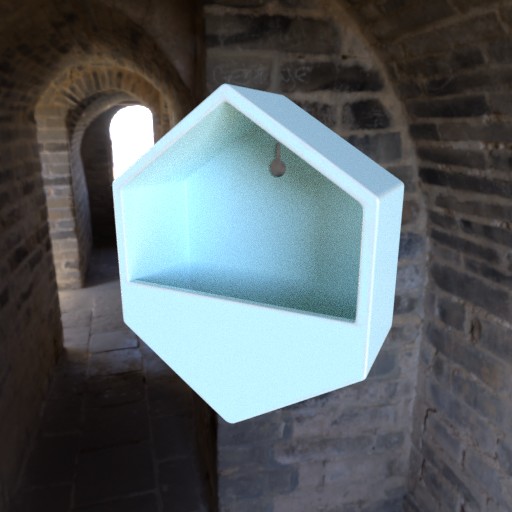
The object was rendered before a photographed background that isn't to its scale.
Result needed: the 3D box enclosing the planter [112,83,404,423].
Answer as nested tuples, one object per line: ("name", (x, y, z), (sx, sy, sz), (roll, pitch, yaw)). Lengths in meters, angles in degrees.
("planter", (0.000, 0.000, 0.293), (0.169, 0.207, 0.078), (8, 17, 25))
